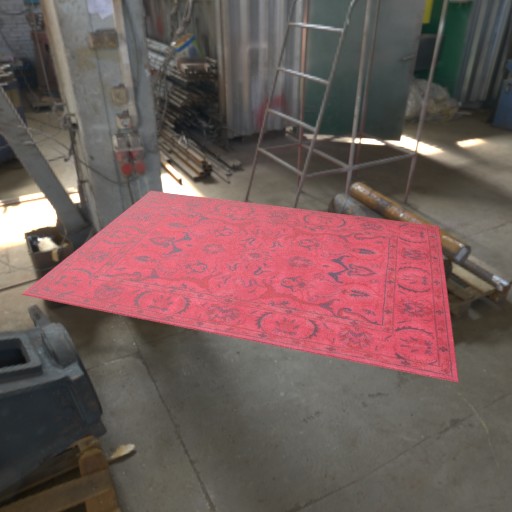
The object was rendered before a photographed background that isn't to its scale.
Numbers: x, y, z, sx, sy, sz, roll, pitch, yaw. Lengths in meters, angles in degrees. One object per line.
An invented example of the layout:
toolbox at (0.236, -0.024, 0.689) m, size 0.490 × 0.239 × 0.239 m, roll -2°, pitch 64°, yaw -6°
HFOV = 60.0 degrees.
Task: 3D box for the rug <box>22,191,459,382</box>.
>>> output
rug at (0.000, 0.000, 2.242) m, size 1.814 × 0.008 × 1.209 m, roll 9°, pitch 32°, yaw 14°
